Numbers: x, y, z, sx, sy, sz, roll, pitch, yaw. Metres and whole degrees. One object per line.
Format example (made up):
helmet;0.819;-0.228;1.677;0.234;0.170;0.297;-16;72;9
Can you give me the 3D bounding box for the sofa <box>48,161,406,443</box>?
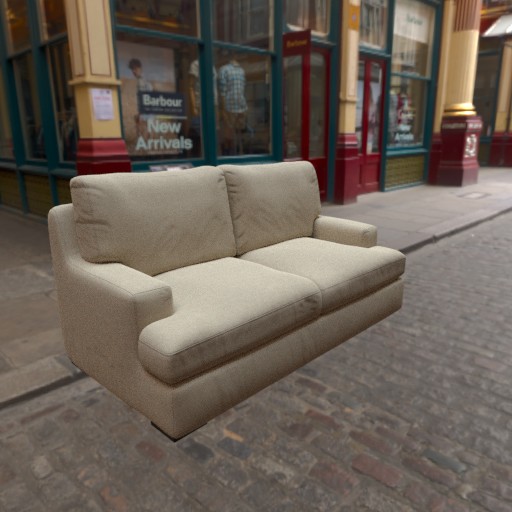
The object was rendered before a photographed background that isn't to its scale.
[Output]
sofa;0.000;0.000;2.479;0.962;0.967;1.885;14;21;42
